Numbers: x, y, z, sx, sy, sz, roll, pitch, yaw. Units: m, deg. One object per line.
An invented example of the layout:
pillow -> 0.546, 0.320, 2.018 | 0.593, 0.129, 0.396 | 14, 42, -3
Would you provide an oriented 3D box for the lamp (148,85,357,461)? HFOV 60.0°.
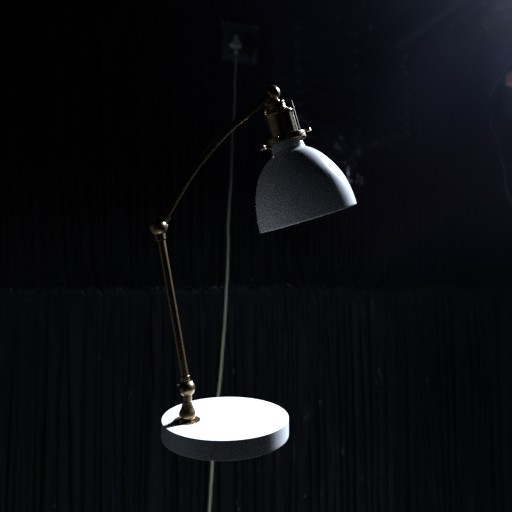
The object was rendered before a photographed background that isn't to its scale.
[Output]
lamp -> 0.000, 0.000, 0.672 | 0.317, 0.522, 0.186 | 0, -1, -18
